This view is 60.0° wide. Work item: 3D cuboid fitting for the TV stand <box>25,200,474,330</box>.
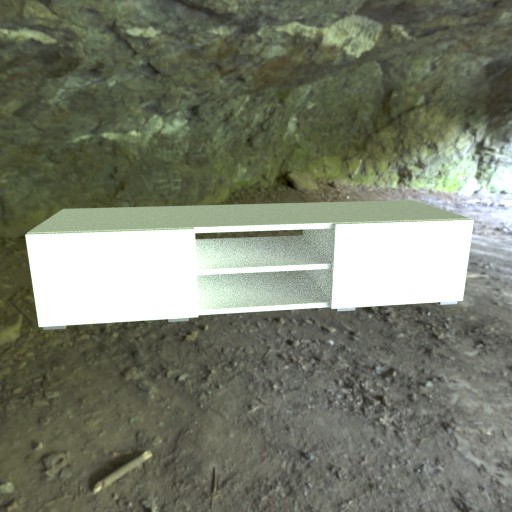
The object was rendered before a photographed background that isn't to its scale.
[{"bbox_3d":[0.000,0.000,1.609,1.400,0.310,0.420,-2,16,-8],"label":"TV stand"}]
